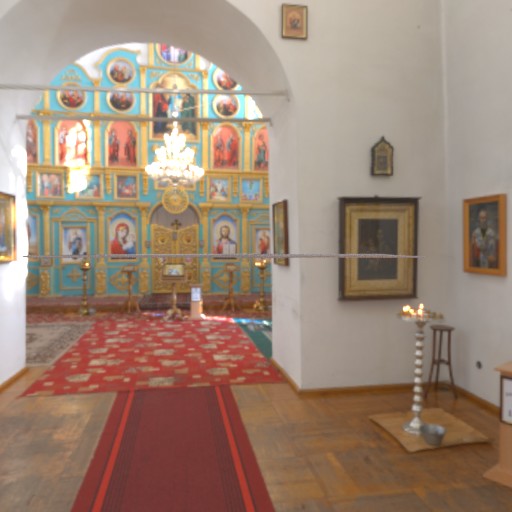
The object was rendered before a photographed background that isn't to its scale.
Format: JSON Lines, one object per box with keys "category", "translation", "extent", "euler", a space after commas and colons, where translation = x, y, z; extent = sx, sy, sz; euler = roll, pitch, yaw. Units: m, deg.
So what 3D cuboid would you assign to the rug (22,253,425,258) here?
{"category": "rug", "translation": [0.000, 0.000, 2.966], "extent": [1.604, 0.030, 2.307], "euler": [0, 0, 35]}
